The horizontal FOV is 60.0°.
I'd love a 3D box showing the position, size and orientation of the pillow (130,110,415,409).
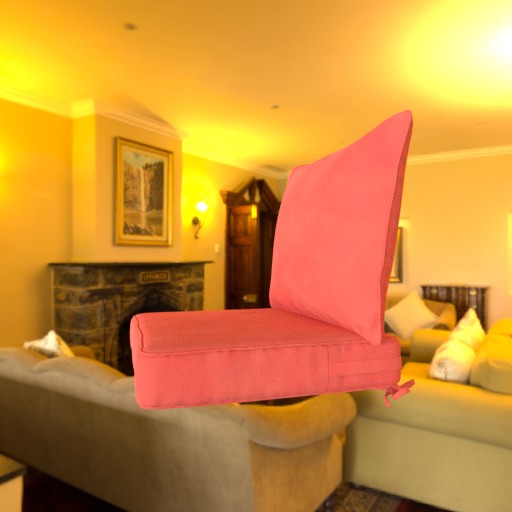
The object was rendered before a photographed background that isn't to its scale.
[{"bbox_3d":[0.000,0.000,1.358,0.733,0.725,0.798,0,0,-17],"label":"pillow"}]
